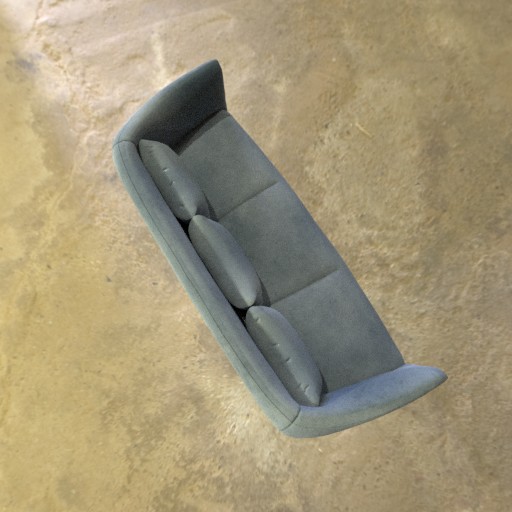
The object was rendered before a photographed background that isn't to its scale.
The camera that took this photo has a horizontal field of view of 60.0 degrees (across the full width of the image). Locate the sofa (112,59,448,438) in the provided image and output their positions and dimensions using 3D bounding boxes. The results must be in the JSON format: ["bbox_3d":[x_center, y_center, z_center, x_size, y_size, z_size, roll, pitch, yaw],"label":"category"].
[{"bbox_3d":[0.000,0.000,2.498,0.849,0.795,2.095,-32,77,-8],"label":"sofa"}]
